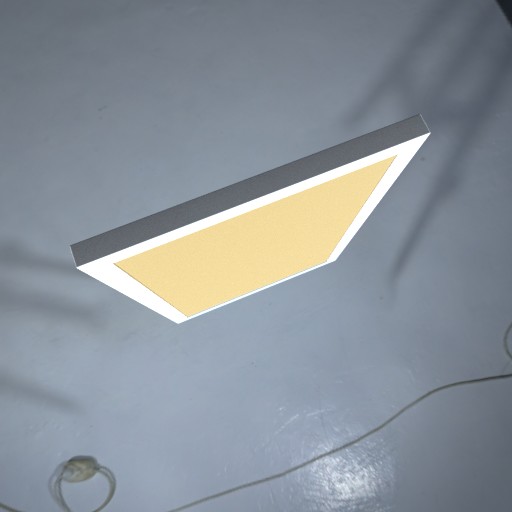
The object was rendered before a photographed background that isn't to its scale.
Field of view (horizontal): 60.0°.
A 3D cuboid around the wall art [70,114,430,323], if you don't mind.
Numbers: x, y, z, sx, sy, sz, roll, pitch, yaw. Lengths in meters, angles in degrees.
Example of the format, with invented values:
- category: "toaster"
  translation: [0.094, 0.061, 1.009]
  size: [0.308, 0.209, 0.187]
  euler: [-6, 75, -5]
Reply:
- category: "wall art"
  translation: [0.000, 0.000, 1.158]
  size: [0.612, 0.915, 0.039]
  euler: [-22, 77, -5]
